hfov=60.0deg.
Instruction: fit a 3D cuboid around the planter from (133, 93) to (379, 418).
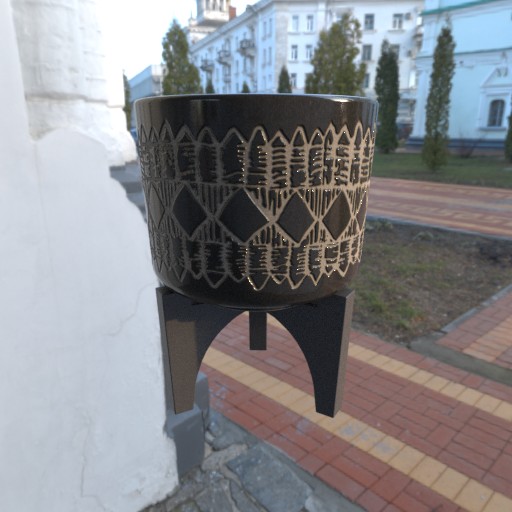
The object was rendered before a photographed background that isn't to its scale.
[{"bbox_3d":[0.000,0.000,0.401,0.196,0.264,0.196,-8,18,-27],"label":"planter"}]
